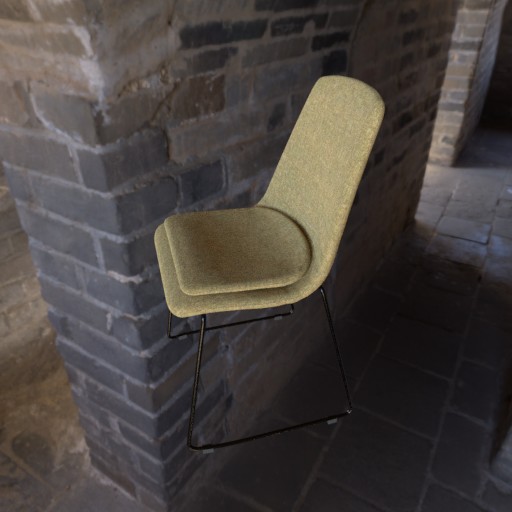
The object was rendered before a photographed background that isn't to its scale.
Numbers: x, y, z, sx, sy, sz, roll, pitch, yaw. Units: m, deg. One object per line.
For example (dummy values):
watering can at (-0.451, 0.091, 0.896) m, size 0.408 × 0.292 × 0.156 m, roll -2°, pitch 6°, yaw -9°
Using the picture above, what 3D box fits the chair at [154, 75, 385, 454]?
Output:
chair at (0.000, 0.000, 1.161) m, size 0.496 × 0.849 × 0.479 m, roll -9°, pitch 32°, yaw -14°
